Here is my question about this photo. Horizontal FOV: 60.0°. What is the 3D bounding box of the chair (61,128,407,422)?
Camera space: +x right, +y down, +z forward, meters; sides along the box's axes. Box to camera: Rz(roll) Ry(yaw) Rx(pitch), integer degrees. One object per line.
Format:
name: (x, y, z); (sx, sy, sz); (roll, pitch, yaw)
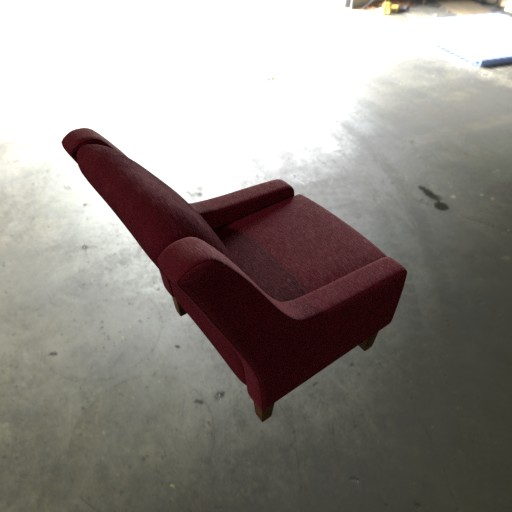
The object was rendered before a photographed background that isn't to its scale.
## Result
chair: (0.000, 0.000, 1.711); (0.985, 1.017, 0.793); (-26, 48, -26)
